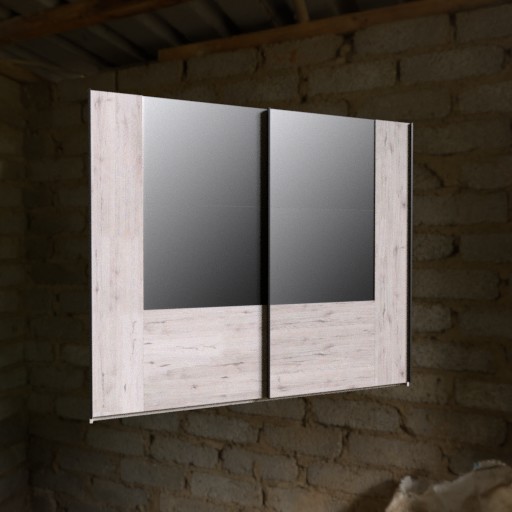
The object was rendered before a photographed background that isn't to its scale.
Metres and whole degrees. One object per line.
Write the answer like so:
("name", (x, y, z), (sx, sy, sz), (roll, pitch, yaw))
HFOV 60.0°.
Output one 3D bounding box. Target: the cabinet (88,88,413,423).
("cabinet", (0.000, 0.000, 3.571), (2.500, 2.180, 0.660), (0, 1, -18))
